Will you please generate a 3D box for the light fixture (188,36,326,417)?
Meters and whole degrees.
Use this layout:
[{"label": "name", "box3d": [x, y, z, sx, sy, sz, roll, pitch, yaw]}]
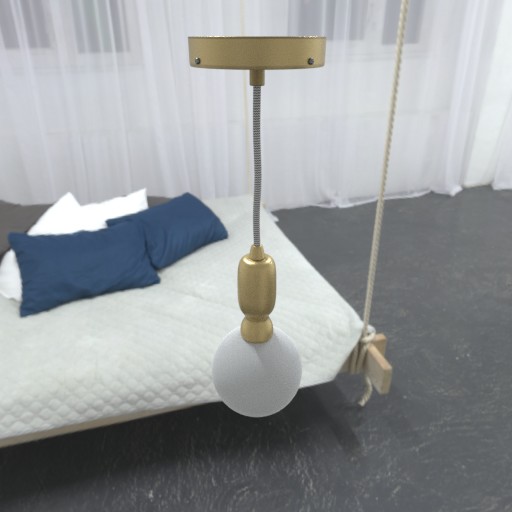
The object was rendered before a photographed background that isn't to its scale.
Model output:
[{"label": "light fixture", "box3d": [0.000, 0.000, 0.575, 0.146, 0.510, 0.147, -18, 31, -32]}]
